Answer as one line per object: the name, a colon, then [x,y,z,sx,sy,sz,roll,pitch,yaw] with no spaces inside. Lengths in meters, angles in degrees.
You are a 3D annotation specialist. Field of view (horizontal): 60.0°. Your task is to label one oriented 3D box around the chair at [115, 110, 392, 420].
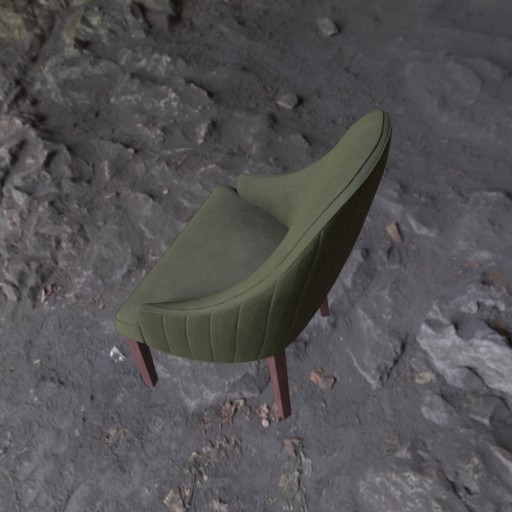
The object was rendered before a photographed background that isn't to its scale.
chair: [0.000,0.000,1.267,0.575,0.889,0.643,18,49,16]
